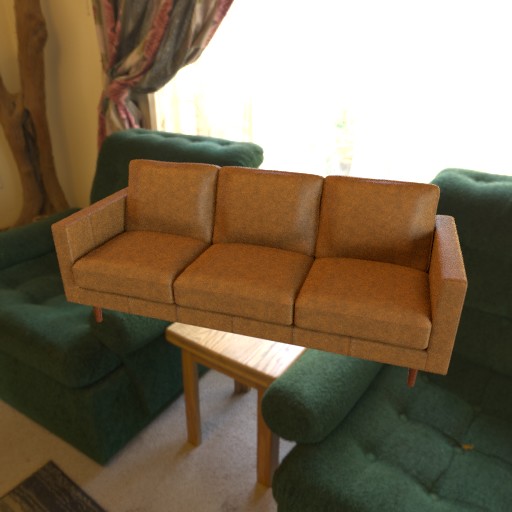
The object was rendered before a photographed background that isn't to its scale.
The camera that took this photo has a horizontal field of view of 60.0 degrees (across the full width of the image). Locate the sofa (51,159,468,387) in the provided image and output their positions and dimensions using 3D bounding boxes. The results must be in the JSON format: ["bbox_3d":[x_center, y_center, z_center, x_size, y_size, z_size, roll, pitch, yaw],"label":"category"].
[{"bbox_3d":[0.000,0.000,2.703,2.231,0.930,0.903,8,27,16],"label":"sofa"}]
